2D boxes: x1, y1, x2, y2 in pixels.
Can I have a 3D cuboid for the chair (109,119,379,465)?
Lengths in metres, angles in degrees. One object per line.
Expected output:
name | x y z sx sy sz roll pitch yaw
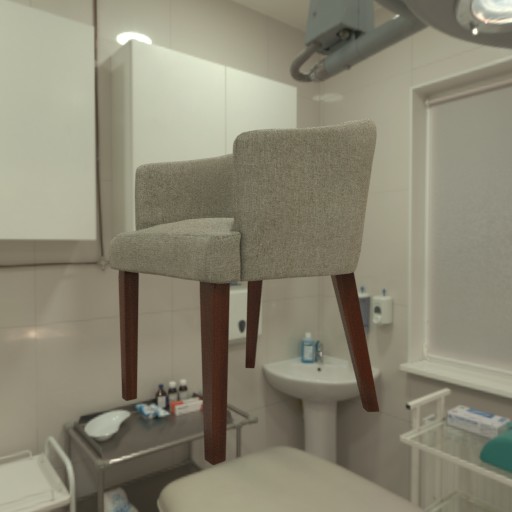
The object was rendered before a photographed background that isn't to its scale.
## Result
chair | 0.000 0.000 1.241 0.655 0.811 0.583 -1 2 -38
